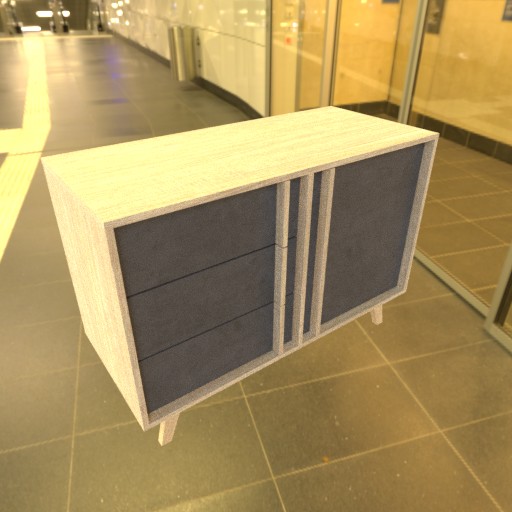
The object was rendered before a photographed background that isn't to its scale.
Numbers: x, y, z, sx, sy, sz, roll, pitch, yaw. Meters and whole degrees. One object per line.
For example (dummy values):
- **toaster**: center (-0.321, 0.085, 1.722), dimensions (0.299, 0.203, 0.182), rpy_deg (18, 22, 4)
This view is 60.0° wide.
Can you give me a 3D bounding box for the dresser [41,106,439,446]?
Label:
- **dresser**: center (0.000, 0.000, 1.532), dimensions (1.110, 0.780, 0.500), rpy_deg (-20, 36, -30)
